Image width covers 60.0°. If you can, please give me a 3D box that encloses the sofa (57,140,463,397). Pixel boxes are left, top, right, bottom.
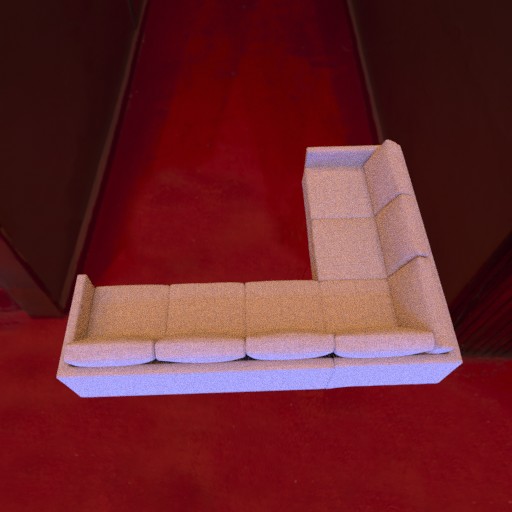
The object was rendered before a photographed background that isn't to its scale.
[{"bbox_3d":[0.000,0.000,4.286,3.182,0.863,2.432,-2,58,-1],"label":"sofa"}]
